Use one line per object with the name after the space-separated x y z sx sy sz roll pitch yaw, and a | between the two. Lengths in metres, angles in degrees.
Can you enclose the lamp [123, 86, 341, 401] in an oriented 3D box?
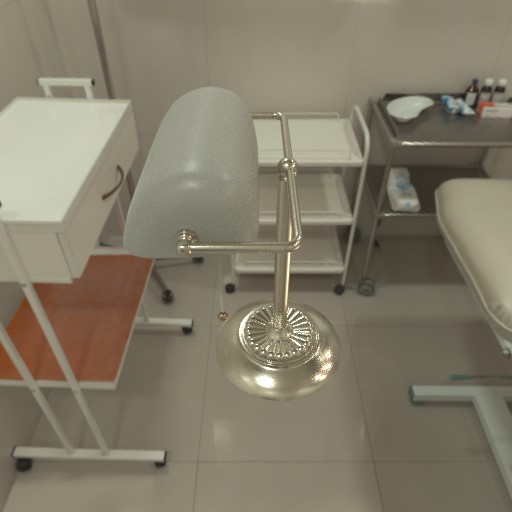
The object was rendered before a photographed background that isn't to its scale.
0.000 0.000 0.525 0.243 0.339 0.264 0 41 0 | lamp
